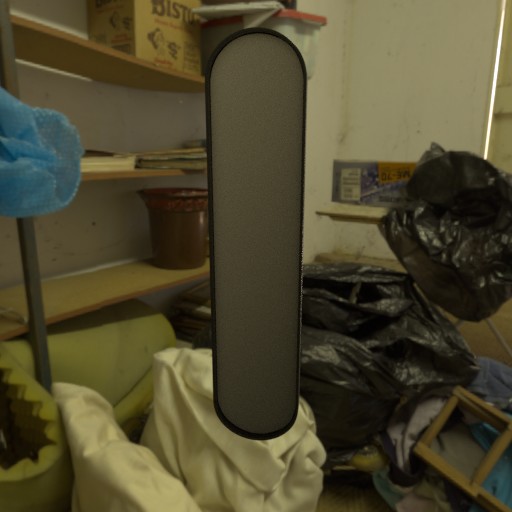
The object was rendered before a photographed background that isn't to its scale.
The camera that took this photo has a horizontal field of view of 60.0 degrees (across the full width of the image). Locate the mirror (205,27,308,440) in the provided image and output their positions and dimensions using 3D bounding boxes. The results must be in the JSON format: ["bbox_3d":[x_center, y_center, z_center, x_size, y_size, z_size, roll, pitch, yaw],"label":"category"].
[{"bbox_3d":[0.000,0.000,1.058,0.222,0.991,0.032,3,14,10],"label":"mirror"}]
